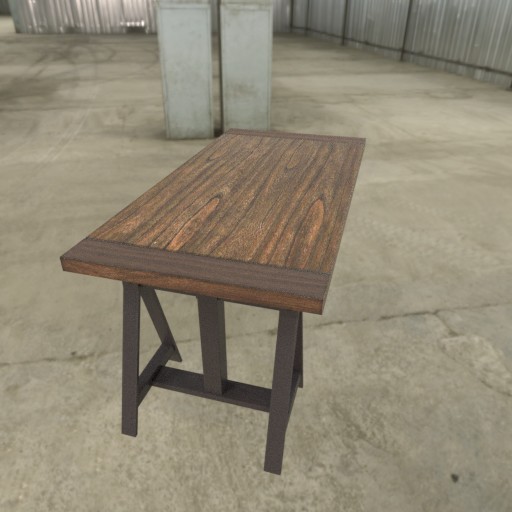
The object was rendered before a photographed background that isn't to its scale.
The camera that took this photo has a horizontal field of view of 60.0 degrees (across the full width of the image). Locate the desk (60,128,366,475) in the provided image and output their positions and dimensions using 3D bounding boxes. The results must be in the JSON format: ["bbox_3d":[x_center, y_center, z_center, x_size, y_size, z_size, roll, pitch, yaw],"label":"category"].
[{"bbox_3d":[0.000,0.000,2.002,0.784,0.725,1.543,8,31,14],"label":"desk"}]
